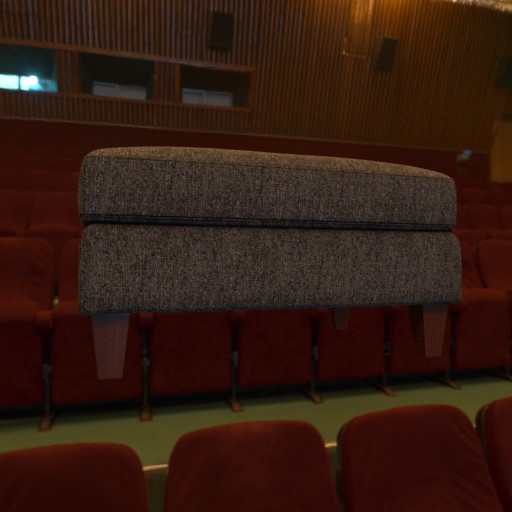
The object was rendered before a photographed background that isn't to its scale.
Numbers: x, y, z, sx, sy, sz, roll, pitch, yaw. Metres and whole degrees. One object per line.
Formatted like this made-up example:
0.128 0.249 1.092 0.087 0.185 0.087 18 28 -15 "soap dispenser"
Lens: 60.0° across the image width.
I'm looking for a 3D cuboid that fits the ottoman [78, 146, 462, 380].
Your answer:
0.000 0.000 1.195 0.864 0.483 0.584 0 -1 -16 "ottoman"
